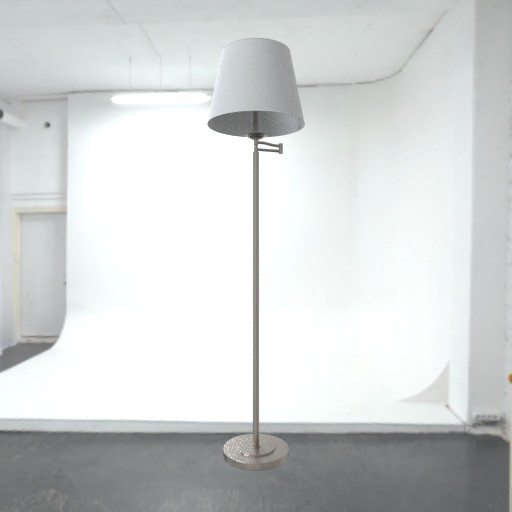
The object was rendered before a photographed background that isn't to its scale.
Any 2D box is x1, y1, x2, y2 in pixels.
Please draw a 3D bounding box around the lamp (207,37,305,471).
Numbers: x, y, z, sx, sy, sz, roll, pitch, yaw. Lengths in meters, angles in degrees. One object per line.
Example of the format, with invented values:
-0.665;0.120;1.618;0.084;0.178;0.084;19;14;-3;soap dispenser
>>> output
0.000;0.000;1.630;0.355;1.473;0.355;0;1;0;lamp
